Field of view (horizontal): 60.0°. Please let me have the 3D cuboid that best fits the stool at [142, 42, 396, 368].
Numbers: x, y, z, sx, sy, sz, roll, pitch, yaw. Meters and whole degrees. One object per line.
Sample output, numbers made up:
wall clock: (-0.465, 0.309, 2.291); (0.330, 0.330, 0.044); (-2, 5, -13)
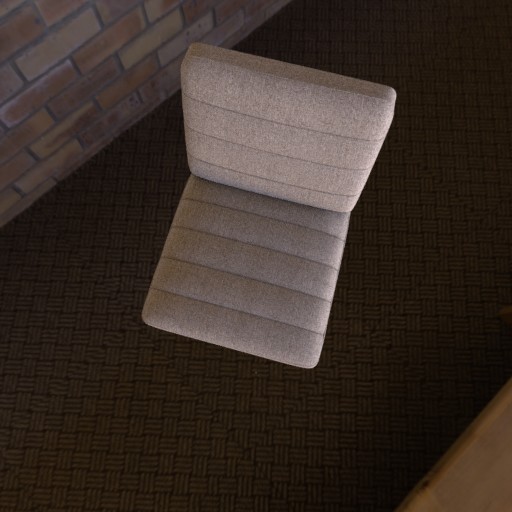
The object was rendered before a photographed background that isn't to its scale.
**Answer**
stool: (0.000, 0.000, 1.325); (0.459, 1.034, 0.571); (15, 76, 4)
